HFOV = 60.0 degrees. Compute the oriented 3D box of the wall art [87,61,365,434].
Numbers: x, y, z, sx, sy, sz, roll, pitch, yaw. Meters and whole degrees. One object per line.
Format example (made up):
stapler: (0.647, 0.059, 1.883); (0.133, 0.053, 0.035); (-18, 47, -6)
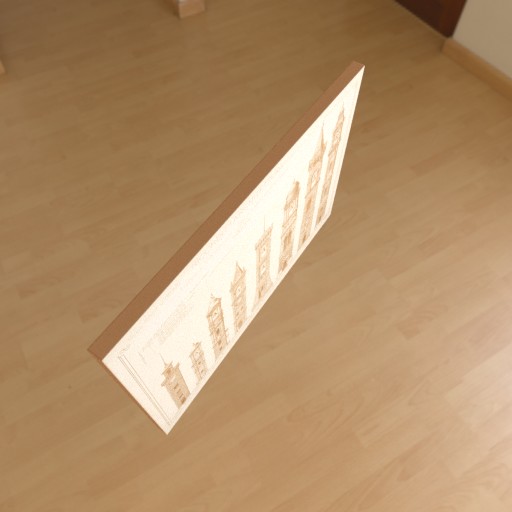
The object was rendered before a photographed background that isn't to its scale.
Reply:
wall art: (0.000, 0.000, 1.163); (0.033, 0.608, 0.915); (30, 62, 17)
